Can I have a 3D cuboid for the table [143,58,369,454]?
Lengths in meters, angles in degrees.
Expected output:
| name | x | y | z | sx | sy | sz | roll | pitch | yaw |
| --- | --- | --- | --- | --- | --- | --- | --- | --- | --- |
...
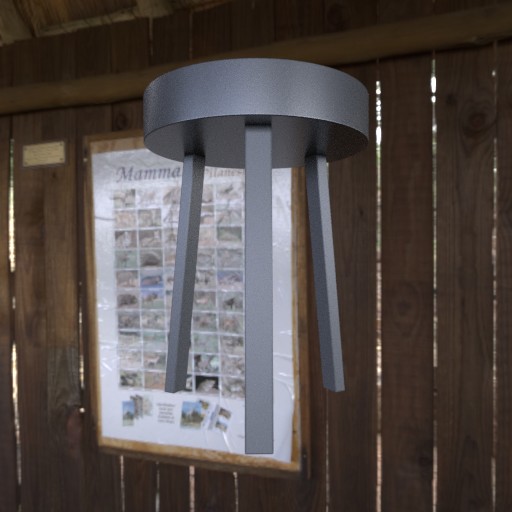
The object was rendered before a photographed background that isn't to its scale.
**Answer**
| name | x | y | z | sx | sy | sz | roll | pitch | yaw |
| --- | --- | --- | --- | --- | --- | --- | --- | --- | --- |
| table | 0.000 | 0.000 | 0.827 | 0.406 | 0.559 | 0.406 | 0 | 0 | 0 |
